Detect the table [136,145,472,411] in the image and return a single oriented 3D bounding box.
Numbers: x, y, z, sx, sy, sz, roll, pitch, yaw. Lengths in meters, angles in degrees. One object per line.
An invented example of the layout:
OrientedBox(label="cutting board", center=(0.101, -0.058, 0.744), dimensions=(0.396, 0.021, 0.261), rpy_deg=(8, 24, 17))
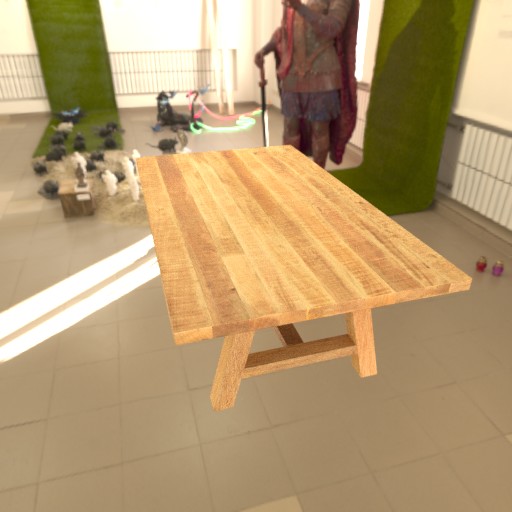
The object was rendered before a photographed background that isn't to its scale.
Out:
OrientedBox(label="table", center=(0.000, 0.000, 1.700), dimensions=(0.760, 0.455, 1.320), rpy_deg=(-8, 30, -14))
